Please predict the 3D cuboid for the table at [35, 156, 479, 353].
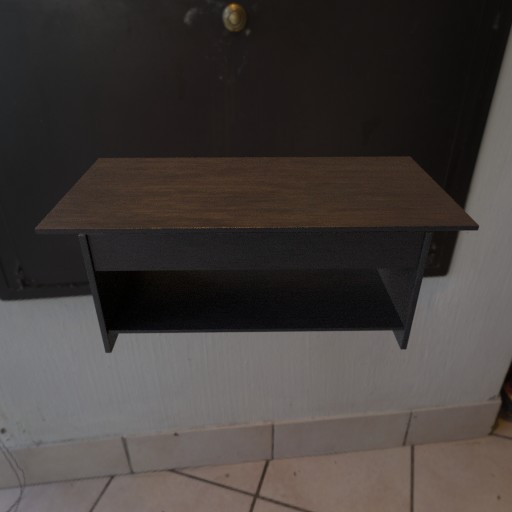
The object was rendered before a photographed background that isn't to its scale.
[{"bbox_3d":[0.000,0.000,1.446,1.000,0.570,0.712,0,31,-1],"label":"table"}]
